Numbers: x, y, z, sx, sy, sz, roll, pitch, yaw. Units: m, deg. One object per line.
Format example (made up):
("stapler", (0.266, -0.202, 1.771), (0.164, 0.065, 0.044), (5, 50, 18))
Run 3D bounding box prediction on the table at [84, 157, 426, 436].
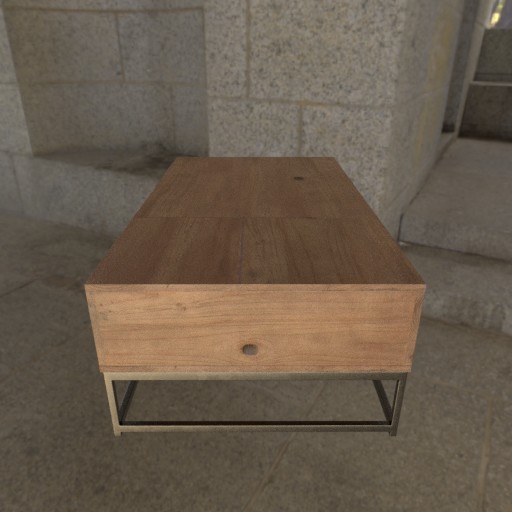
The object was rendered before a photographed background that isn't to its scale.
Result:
("table", (0.000, 0.000, 1.422), (0.655, 0.395, 1.101), (0, 25, 0))
